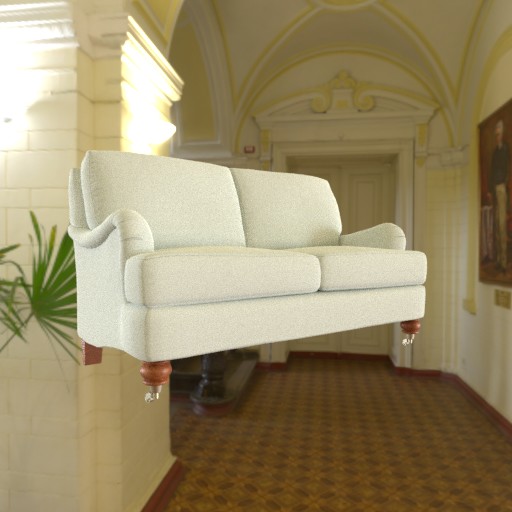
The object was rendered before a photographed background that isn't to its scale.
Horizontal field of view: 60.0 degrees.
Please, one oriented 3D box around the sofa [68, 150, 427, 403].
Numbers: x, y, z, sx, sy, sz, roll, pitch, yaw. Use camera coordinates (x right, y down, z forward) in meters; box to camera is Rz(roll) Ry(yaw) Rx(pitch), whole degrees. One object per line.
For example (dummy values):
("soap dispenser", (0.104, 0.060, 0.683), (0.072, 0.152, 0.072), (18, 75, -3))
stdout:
("sofa", (0.000, 0.000, 2.523), (1.853, 1.101, 1.084), (-1, 1, -37))
